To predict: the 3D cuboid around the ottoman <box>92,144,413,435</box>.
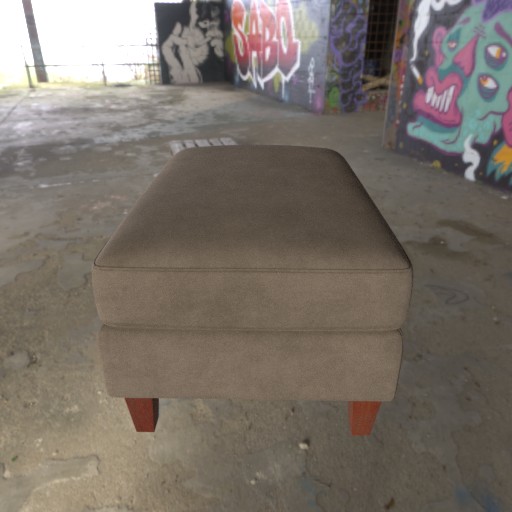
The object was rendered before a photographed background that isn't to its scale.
[{"bbox_3d":[0.000,0.000,1.202,0.584,0.483,0.864,0,26,1],"label":"ottoman"}]
